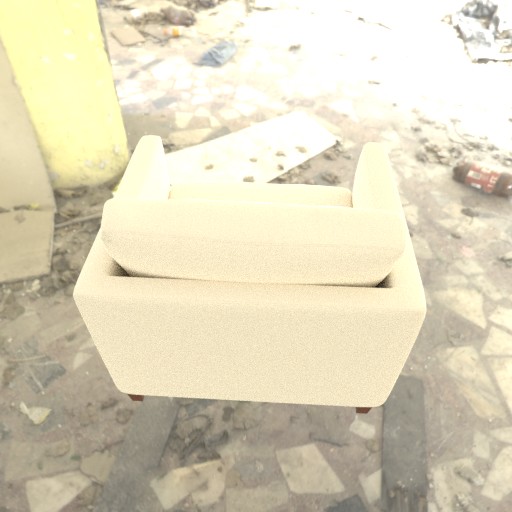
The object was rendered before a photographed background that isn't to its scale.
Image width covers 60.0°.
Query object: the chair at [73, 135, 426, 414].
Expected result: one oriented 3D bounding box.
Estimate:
[{"bbox_3d":[0.000,0.000,1.694,1.019,0.885,0.878,2,46,2],"label":"chair"}]
